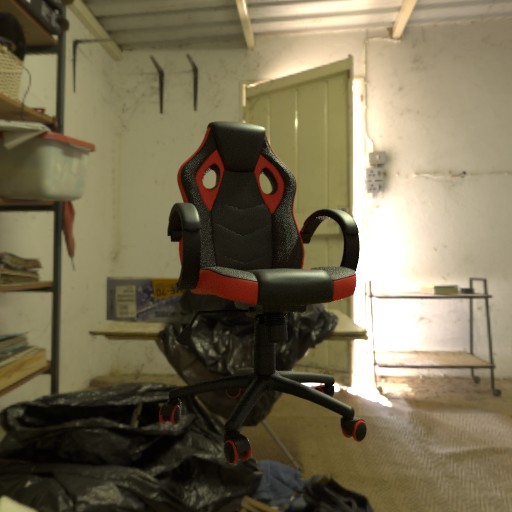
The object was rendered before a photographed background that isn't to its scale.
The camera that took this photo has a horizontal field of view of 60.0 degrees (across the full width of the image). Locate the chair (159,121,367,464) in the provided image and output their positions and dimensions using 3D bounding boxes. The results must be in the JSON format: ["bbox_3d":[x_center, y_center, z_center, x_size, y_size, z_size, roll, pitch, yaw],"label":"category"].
[{"bbox_3d":[0.000,0.000,1.410,0.600,1.016,0.642,0,-1,-18],"label":"chair"}]
